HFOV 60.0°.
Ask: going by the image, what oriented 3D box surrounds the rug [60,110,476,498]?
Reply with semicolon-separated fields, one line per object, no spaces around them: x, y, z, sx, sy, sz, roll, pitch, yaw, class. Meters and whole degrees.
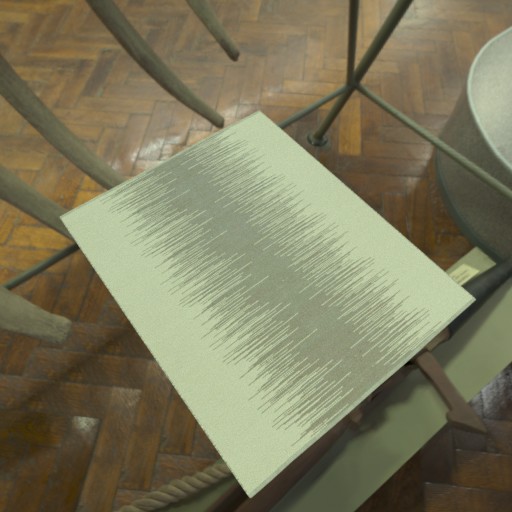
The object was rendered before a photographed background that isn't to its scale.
0.000;0.000;4.041;2.453;0.010;3.037;-34;64;-19;rug
